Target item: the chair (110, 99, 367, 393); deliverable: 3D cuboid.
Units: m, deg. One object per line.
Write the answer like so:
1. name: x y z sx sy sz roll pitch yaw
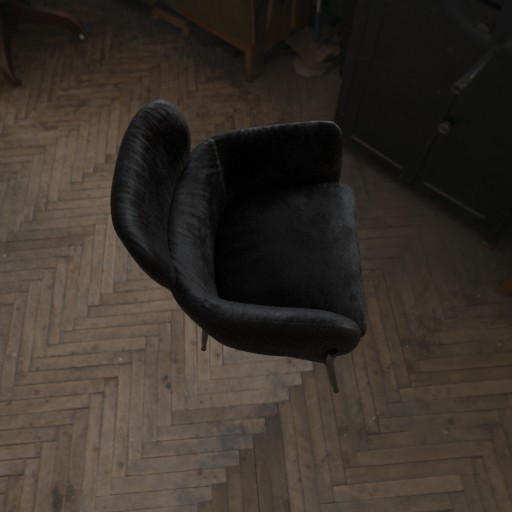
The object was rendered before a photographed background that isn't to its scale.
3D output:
1. chair: 0.000 0.000 1.289 0.604 0.818 0.640 1 63 1
